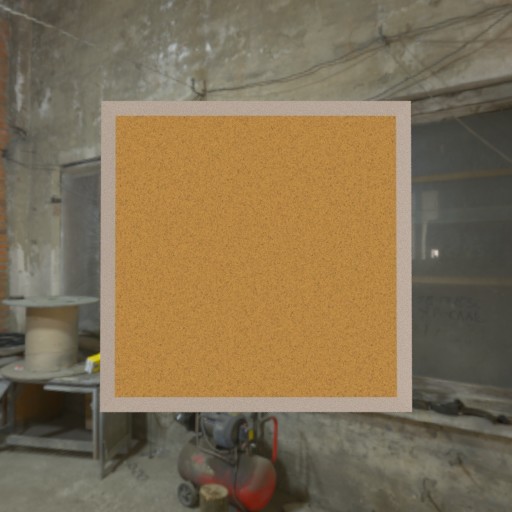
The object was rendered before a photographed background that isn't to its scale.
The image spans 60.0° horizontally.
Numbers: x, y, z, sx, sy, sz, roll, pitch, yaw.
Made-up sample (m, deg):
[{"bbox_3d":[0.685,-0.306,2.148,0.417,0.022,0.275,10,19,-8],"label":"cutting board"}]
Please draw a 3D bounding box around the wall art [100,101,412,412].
[{"bbox_3d":[0.000,0.000,1.886,1.289,1.291,0.098,0,-1,0],"label":"wall art"}]
